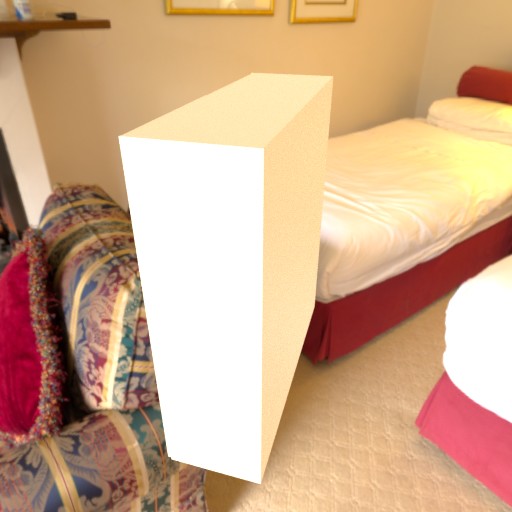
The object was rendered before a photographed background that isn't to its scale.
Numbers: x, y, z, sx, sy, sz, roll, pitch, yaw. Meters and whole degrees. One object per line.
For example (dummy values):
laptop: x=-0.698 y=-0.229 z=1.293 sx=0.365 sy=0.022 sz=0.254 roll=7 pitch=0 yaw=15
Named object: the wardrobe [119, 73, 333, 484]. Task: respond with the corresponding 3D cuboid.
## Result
wardrobe: x=0.000 y=0.000 z=2.957 sx=0.600 sy=2.020 sz=1.830 roll=8 pitch=31 yaw=14
